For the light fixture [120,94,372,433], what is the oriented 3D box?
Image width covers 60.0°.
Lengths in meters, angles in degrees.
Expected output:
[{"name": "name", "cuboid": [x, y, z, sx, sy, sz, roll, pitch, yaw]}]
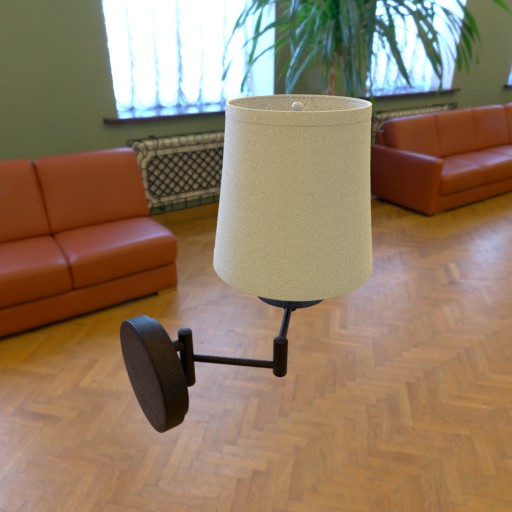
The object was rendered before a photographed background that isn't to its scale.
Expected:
[{"name": "light fixture", "cuboid": [0.000, 0.000, 0.265, 0.157, 0.172, 0.100, -17, 30, -31]}]
